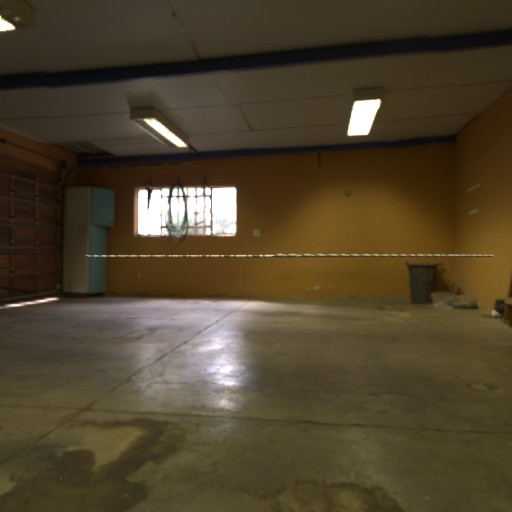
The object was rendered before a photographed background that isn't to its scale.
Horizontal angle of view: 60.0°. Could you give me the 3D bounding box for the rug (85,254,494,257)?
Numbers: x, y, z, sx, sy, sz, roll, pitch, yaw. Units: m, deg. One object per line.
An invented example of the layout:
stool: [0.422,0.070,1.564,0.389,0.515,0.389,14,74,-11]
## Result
rug: [0.000,0.000,2.970,1.563,0.014,2.425,0,0,-36]
